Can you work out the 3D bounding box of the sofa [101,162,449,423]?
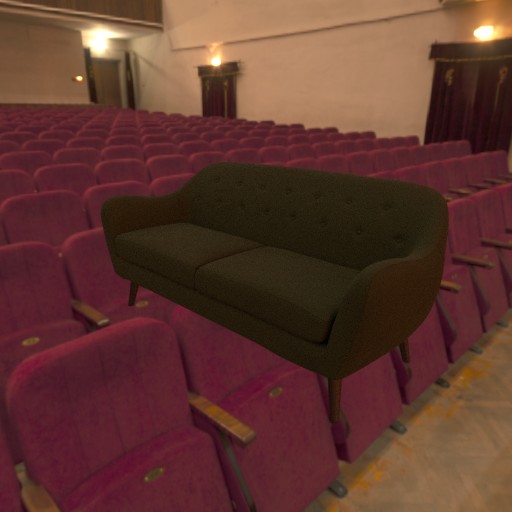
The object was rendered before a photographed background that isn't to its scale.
[{"bbox_3d":[0.000,0.000,2.312,1.840,0.836,0.820,17,25,42],"label":"sofa"}]
